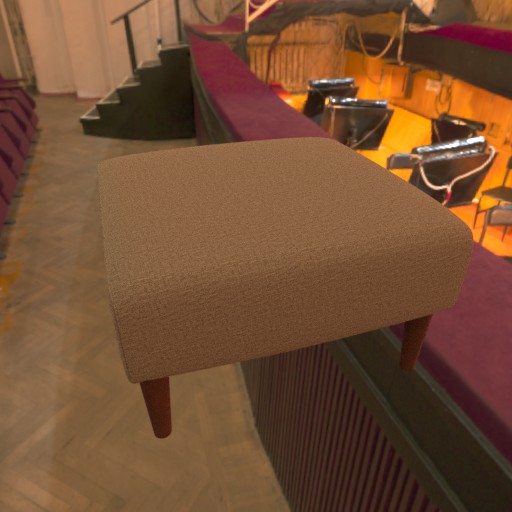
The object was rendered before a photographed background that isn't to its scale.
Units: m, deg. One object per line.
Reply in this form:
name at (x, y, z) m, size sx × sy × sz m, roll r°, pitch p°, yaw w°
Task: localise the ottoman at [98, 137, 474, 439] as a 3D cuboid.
ottoman at (0.000, 0.000, 1.042) m, size 0.650 × 0.398 × 0.649 m, roll -10°, pitch 33°, yaw -16°
